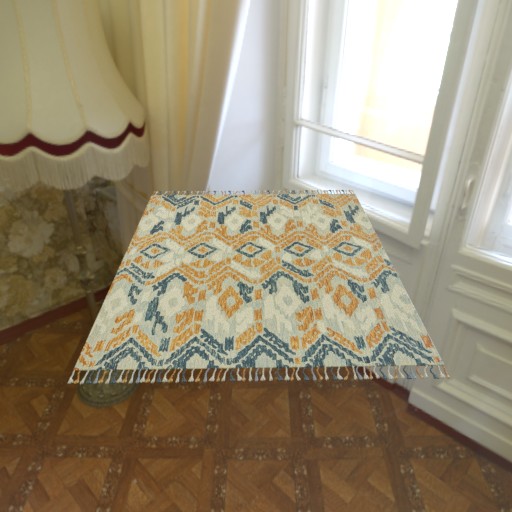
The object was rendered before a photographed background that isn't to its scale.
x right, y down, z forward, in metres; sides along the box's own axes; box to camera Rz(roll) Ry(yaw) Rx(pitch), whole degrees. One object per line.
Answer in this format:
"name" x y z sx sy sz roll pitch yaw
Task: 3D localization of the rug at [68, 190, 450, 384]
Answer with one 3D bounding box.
"rug" 0.000 0.000 4.110 2.439 0.010 3.048 -1 32 -1
